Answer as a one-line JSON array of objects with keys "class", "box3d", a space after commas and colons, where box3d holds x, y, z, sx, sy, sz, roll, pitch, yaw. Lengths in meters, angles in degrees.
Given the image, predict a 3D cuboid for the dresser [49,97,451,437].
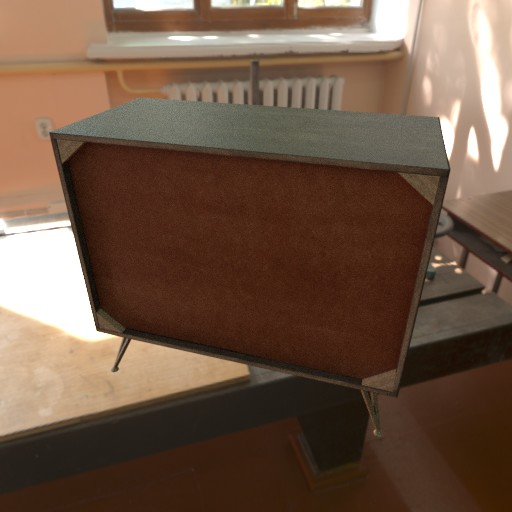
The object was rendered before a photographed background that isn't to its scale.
[{"class": "dresser", "box3d": [0.000, 0.000, 1.361, 0.923, 0.801, 0.453, 9, 32, 15]}]
